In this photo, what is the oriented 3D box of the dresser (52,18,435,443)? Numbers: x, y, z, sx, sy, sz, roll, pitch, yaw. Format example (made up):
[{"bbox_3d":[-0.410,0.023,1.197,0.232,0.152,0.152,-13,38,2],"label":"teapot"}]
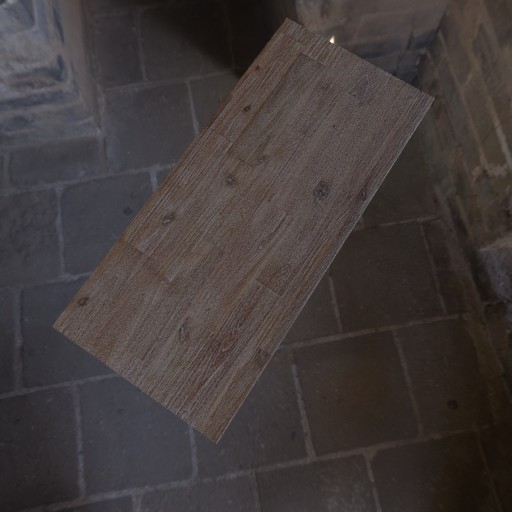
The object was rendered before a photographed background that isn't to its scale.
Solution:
[{"bbox_3d":[0.000,0.000,1.577,0.455,1.029,0.998,33,78,8],"label":"dresser"}]
